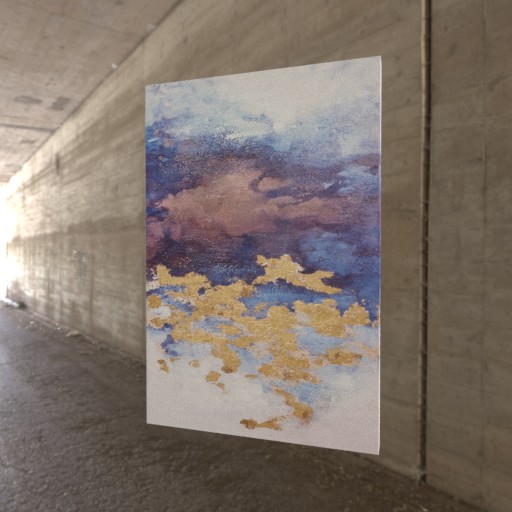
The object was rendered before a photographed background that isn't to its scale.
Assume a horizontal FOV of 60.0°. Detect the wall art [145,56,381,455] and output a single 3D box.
[{"bbox_3d":[0.000,0.000,1.080,0.583,0.874,0.048,0,1,18],"label":"wall art"}]
